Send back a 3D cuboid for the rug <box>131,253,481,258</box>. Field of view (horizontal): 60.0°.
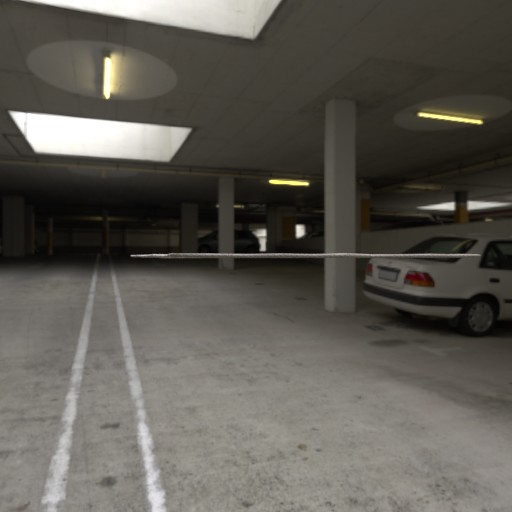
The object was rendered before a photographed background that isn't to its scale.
[{"bbox_3d":[0.000,0.000,3.142,1.575,0.023,2.459,0,0,-19],"label":"rug"}]
